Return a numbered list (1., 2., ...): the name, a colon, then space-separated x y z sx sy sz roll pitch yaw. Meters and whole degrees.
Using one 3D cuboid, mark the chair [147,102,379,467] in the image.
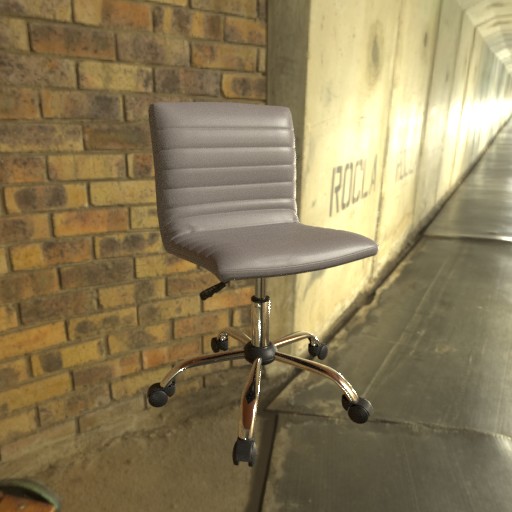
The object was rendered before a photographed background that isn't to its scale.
1. chair: 0.000 0.000 1.110 0.569 0.750 0.542 -8 17 -27
